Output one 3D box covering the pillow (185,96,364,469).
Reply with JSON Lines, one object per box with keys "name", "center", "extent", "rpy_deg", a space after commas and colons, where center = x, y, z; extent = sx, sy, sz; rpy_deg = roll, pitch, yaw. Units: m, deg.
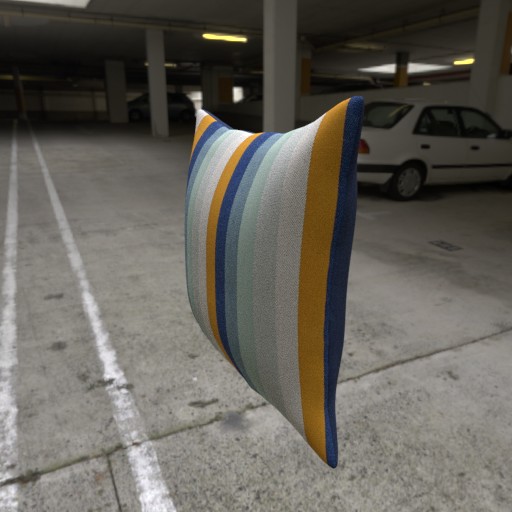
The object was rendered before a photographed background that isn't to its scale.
{"name": "pillow", "center": [0.000, 0.000, 0.701], "extent": [0.173, 0.454, 0.463], "rpy_deg": [-8, 19, -26]}
